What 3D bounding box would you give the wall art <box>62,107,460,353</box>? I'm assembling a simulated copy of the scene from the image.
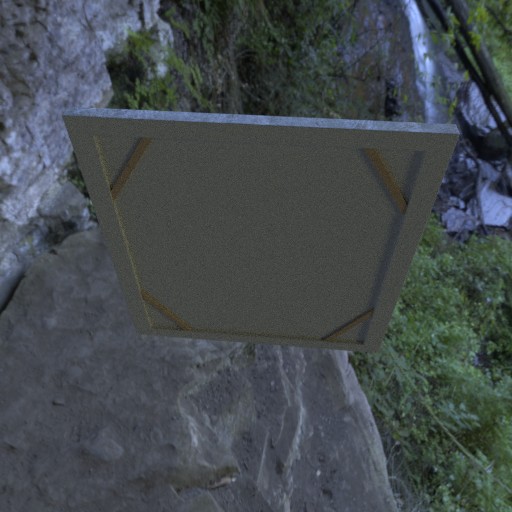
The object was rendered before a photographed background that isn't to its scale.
[{"bbox_3d":[0.000,0.000,1.623,1.092,1.091,0.051,4,46,4],"label":"wall art"}]
